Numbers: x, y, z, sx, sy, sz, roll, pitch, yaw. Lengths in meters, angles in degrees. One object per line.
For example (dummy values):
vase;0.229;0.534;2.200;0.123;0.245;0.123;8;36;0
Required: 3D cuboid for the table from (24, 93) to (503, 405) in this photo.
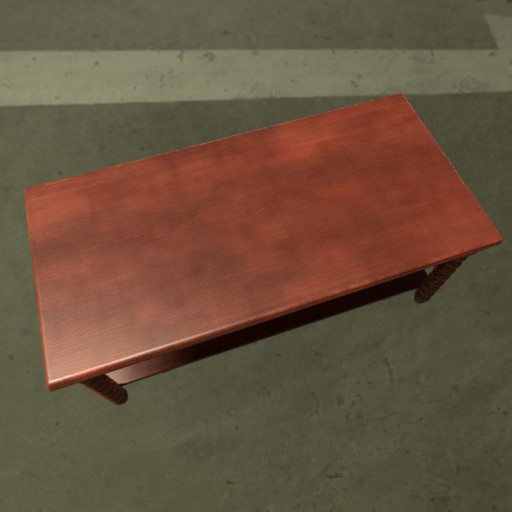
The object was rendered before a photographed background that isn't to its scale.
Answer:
table;0.000;0.000;1.399;1.171;0.485;0.580;-17;63;-9
